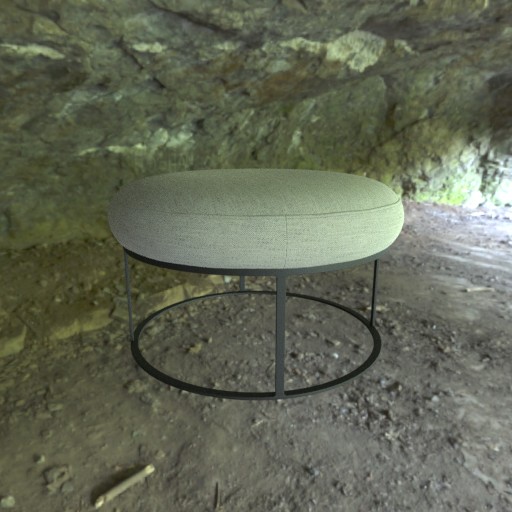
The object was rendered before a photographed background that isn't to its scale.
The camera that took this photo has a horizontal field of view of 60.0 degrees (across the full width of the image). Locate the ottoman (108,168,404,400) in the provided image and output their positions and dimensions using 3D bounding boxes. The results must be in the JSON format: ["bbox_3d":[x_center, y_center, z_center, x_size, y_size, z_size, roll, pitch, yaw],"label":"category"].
[{"bbox_3d":[0.000,0.000,1.239,0.769,0.459,0.769,0,14,0],"label":"ottoman"}]
